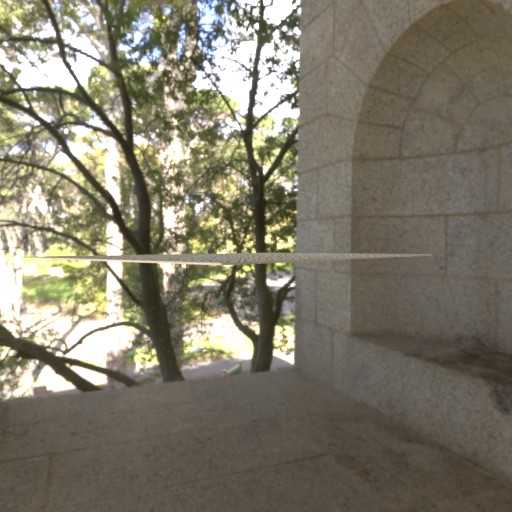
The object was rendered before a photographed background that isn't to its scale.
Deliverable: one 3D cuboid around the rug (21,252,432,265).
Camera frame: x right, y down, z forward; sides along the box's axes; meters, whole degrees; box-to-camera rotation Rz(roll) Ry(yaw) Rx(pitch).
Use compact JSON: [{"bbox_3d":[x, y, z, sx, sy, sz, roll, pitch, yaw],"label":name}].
[{"bbox_3d":[0.000,0.000,2.304,1.220,0.007,1.828,1,1,39],"label":"rug"}]
